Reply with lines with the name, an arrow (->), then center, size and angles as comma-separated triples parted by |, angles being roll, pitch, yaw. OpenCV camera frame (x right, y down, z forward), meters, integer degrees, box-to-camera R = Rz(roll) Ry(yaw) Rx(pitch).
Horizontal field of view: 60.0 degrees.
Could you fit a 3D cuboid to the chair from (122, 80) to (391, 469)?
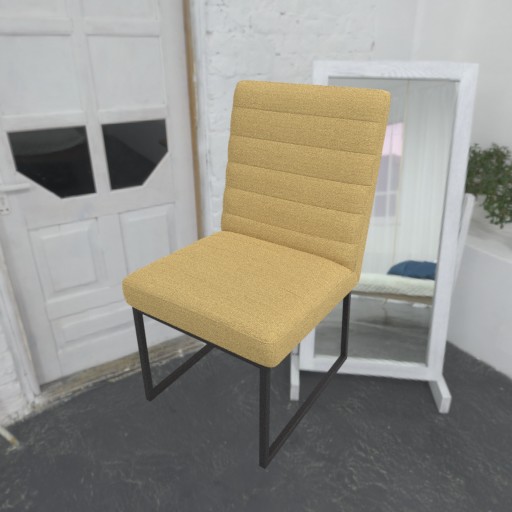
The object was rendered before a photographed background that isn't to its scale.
chair -> 0.000, 0.000, 1.339 | 0.520, 0.930, 0.634 | 17, 32, 30
